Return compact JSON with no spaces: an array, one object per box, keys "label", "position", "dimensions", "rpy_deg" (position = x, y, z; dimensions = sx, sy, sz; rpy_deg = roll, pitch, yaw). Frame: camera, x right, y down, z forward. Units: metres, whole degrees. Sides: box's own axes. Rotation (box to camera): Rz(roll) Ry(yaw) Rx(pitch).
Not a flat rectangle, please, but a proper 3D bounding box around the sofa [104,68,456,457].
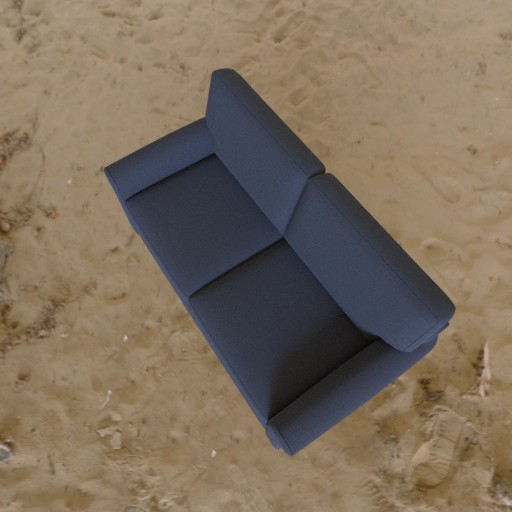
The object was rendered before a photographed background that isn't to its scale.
[{"label":"sofa","position":[0.000,0.000,2.525],"dimensions":[0.940,1.020,1.930],"rpy_deg":[-31,67,-15]}]
